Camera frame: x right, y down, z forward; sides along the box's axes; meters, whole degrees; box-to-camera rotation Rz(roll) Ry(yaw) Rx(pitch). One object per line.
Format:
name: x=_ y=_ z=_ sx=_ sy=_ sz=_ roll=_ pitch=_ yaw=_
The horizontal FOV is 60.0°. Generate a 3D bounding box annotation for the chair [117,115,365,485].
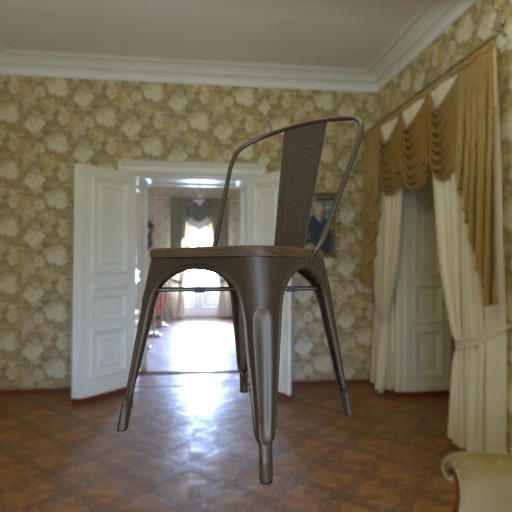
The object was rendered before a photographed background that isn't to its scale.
chair: x=0.000 y=0.000 z=1.154 sx=0.451 sy=0.844 sz=0.532 roll=-1 pitch=-2 yaw=37
